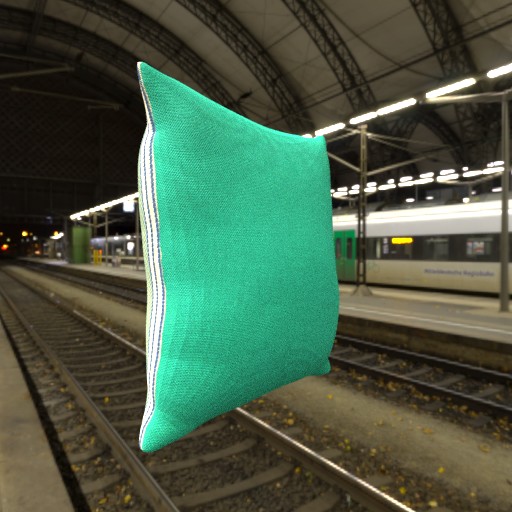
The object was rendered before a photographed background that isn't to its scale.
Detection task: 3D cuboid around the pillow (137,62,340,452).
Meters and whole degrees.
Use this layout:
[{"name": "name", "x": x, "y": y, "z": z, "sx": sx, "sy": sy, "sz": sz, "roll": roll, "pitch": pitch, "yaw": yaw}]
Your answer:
[{"name": "pillow", "x": 0.000, "y": 0.000, "z": 0.659, "sx": 0.182, "sy": 0.441, "sz": 0.440, "roll": 1, "pitch": 1, "yaw": 36}]
